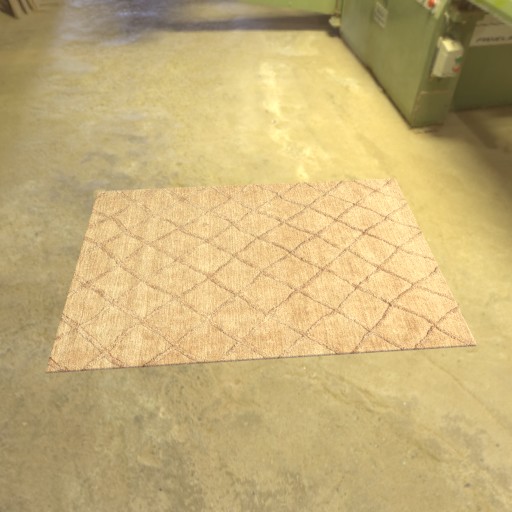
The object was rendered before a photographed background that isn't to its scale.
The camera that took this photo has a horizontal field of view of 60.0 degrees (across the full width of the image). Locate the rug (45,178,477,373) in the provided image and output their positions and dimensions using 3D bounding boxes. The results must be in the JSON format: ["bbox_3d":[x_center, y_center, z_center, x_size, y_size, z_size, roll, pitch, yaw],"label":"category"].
[{"bbox_3d":[0.000,0.000,2.879,2.292,0.014,1.528,-3,46,-3],"label":"rug"}]
